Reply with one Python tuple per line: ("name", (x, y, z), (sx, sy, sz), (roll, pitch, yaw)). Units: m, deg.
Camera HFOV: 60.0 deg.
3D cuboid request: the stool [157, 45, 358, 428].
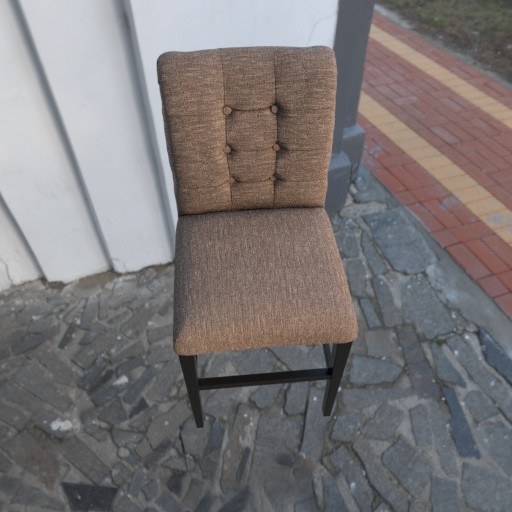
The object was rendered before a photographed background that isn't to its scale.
("stool", (0.000, 0.000, 1.285), (0.457, 0.970, 0.611), (-4, 48, -3))
